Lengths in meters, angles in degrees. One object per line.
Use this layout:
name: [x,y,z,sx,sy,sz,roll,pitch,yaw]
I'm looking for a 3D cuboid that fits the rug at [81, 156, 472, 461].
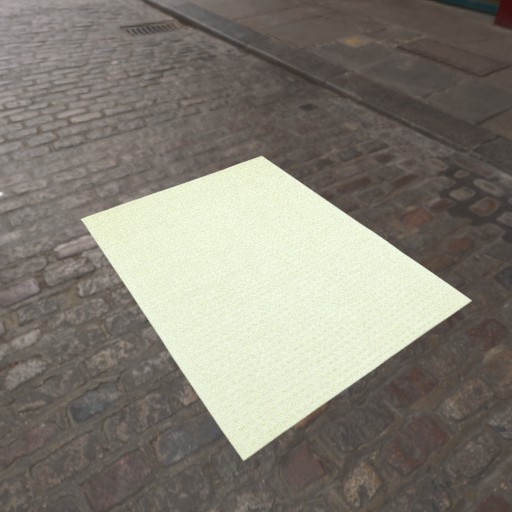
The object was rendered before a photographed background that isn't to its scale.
rug: [0.000,0.000,4.377,2.452,0.016,3.204,-25,47,-26]
